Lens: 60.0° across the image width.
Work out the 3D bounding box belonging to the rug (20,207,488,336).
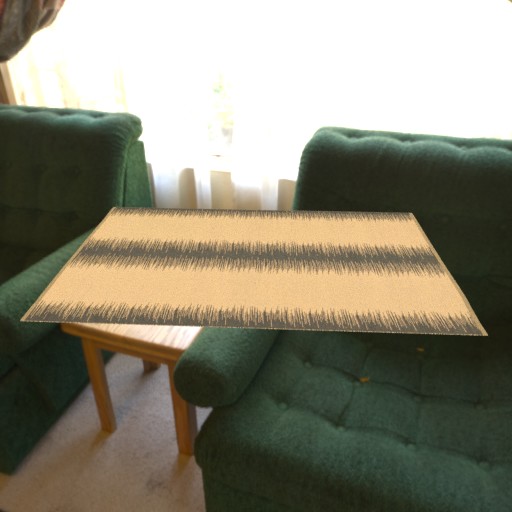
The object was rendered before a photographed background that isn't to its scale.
[{"bbox_3d":[0.000,0.000,2.965,2.453,0.003,1.519,1,30,2],"label":"rug"}]
